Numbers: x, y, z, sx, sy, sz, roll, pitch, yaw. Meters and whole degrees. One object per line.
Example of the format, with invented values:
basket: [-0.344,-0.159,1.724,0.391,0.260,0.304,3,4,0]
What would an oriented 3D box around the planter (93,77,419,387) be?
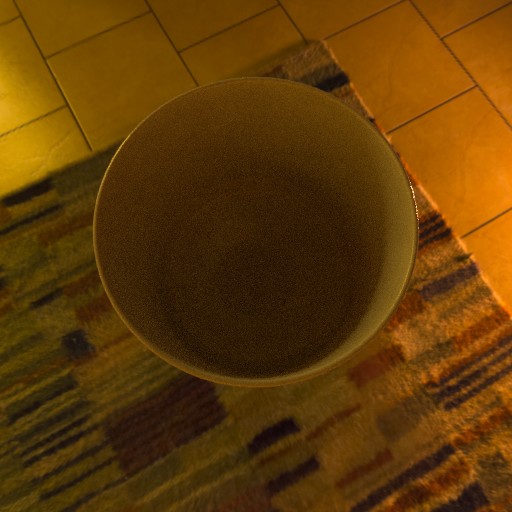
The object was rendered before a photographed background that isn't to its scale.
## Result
planter: [0.000,0.000,0.455,0.250,0.239,0.250,0,76,0]
